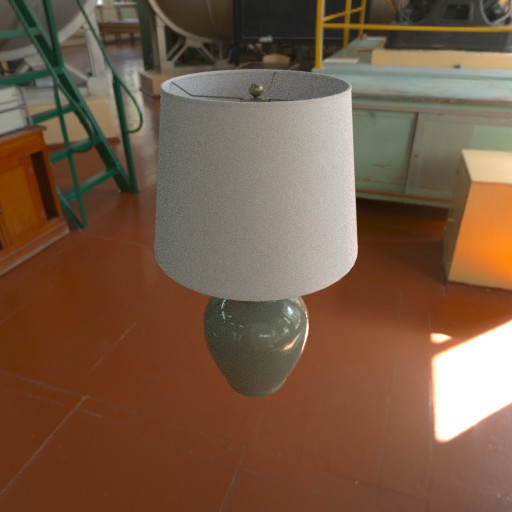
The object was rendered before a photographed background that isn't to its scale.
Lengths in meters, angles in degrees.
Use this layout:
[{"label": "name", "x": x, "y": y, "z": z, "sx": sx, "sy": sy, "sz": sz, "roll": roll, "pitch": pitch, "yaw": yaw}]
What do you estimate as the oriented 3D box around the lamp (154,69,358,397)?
[{"label": "lamp", "x": 0.000, "y": 0.000, "z": 0.542, "sx": 0.239, "sy": 0.399, "sz": 0.239, "roll": 0, "pitch": 31, "yaw": 0}]
